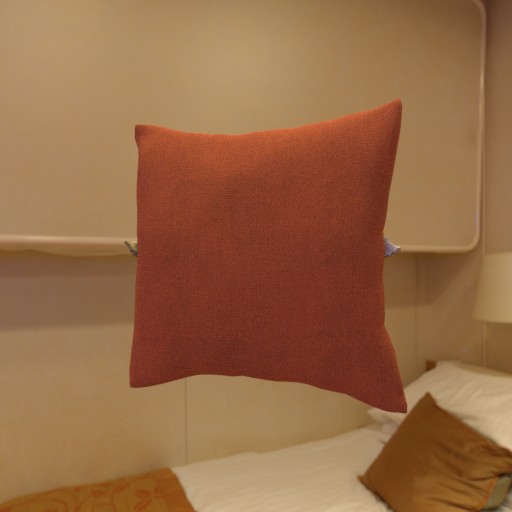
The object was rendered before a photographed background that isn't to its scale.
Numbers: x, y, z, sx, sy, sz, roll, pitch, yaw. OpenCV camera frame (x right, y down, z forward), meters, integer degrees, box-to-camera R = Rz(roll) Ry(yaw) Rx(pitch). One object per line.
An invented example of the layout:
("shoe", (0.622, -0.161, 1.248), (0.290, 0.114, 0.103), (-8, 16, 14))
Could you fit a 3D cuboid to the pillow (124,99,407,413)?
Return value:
("pillow", (0.000, 0.000, 0.761), (0.490, 0.482, 0.165), (0, 0, 17))
